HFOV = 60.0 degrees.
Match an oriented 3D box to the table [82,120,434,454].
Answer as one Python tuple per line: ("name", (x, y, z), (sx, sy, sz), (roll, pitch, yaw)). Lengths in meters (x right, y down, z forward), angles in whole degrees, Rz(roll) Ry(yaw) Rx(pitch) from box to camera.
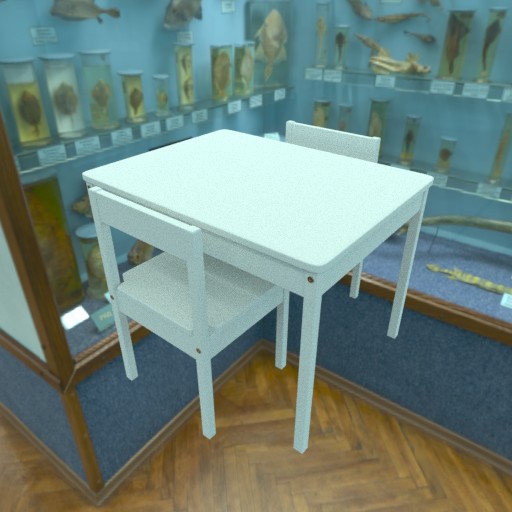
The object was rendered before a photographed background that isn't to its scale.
("table", (0.000, 0.000, 1.120), (0.650, 0.503, 0.672), (22, 38, 33))
